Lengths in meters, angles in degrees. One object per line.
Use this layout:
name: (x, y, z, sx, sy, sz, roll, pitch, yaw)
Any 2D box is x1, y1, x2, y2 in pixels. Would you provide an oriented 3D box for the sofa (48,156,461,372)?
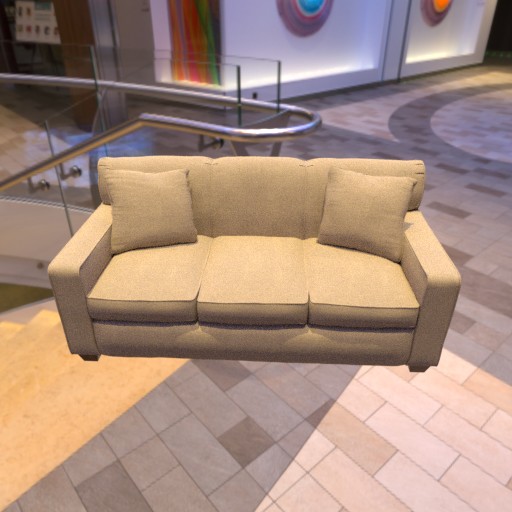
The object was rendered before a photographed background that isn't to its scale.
sofa: (0.000, 0.000, 2.594, 2.024, 0.958, 0.997, 1, 31, 2)
